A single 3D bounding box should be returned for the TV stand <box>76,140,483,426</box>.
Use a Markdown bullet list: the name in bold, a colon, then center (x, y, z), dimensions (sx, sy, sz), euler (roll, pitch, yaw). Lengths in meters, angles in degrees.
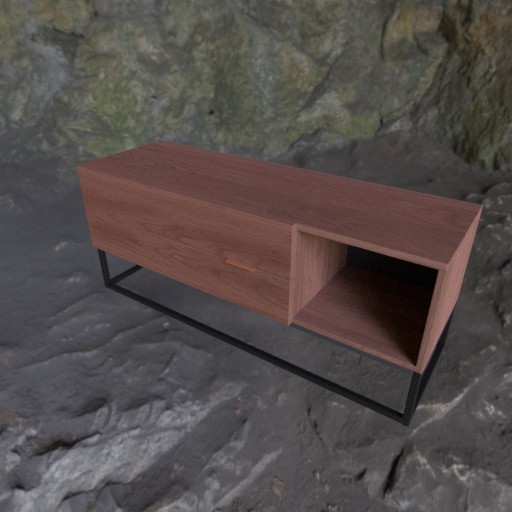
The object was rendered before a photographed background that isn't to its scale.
- **TV stand**: center (0.000, 0.000, 1.462), dimensions (1.200, 0.500, 0.415), euler (18, 34, 29)
